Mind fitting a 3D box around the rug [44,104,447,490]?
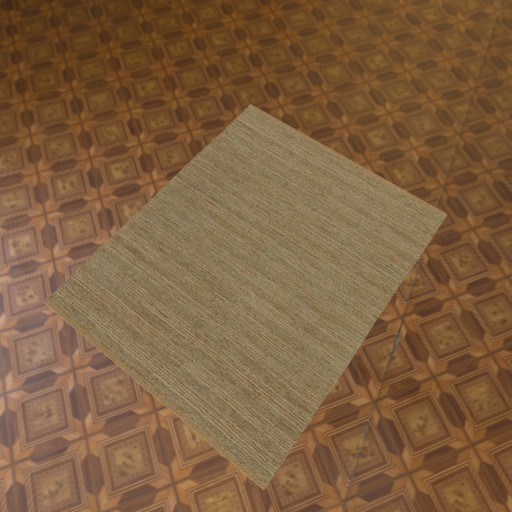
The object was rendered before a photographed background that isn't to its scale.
[{"bbox_3d":[0.000,0.000,4.174,2.471,0.012,3.034,34,68,16],"label":"rug"}]
